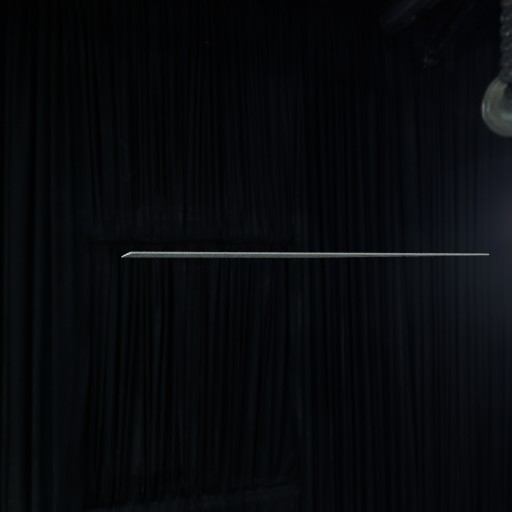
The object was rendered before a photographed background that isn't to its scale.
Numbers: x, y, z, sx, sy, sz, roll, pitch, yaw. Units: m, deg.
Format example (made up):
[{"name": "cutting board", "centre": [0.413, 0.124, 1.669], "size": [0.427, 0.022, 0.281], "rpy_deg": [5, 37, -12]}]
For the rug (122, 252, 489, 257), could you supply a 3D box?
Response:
[{"name": "rug", "centre": [0.000, 0.000, 4.085], "size": [2.330, 0.010, 3.061], "rpy_deg": [0, -1, -18]}]
